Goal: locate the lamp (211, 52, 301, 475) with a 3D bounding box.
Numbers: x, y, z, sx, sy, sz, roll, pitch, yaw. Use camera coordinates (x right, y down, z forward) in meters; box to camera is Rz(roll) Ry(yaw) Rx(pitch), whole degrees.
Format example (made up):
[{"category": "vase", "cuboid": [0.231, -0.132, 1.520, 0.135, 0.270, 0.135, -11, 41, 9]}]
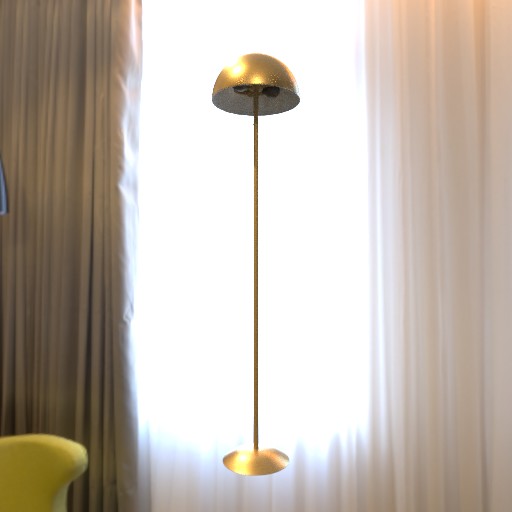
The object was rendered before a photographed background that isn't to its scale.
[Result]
[{"category": "lamp", "cuboid": [0.000, 0.000, 1.621, 0.328, 1.480, 0.328, 0, -1, -19]}]
